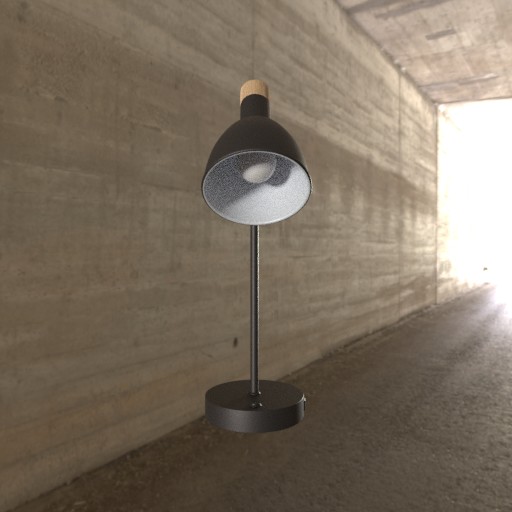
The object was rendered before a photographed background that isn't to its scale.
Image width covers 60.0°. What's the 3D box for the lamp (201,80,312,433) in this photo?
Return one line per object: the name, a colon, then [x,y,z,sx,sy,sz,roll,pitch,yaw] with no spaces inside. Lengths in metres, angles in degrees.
lamp: [0.000,0.000,0.610,0.152,0.483,0.287,0,1,-1]
